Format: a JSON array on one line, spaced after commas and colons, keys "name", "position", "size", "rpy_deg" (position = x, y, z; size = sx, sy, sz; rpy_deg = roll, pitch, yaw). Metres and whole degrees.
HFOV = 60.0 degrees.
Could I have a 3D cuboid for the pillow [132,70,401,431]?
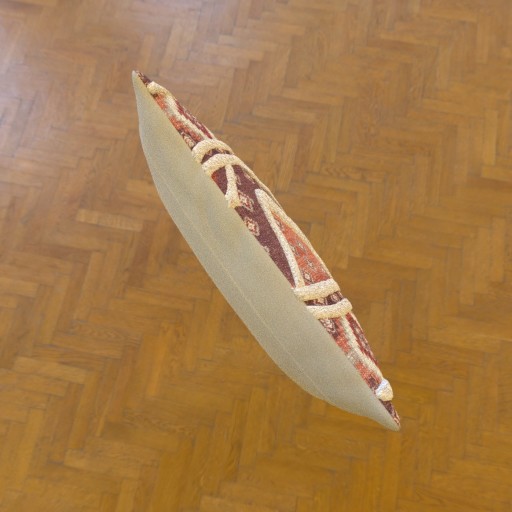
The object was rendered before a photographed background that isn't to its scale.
[{"name": "pillow", "position": [0.000, 0.000, 0.724], "size": [0.161, 0.295, 0.608], "rpy_deg": [-35, 78, -9]}]
